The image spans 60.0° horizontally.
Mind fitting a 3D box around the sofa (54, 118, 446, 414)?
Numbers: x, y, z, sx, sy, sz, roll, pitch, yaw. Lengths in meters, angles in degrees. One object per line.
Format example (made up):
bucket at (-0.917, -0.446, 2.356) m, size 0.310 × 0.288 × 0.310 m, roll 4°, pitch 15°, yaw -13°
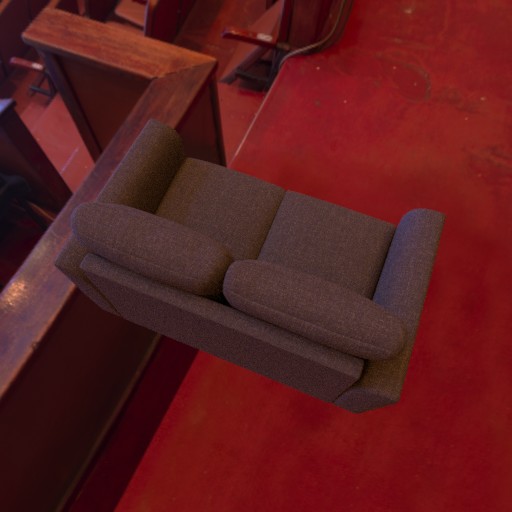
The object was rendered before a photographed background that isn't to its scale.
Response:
sofa at (0.000, 0.000, 1.993) m, size 1.423 × 0.885 × 0.851 m, roll 20°, pitch 66°, yaw 9°
